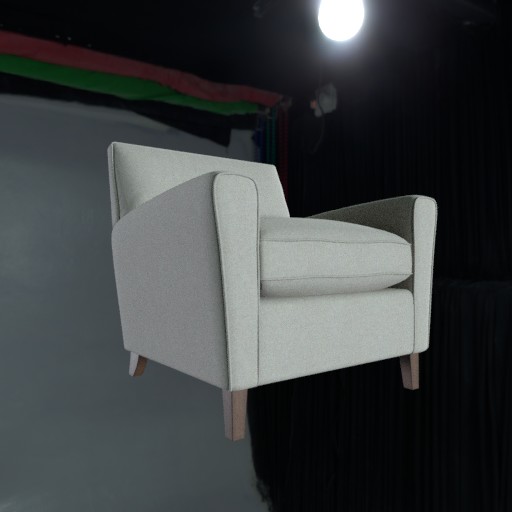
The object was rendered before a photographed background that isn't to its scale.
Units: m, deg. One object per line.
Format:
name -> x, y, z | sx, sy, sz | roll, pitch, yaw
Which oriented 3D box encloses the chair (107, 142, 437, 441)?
chair -> 0.000, 0.000, 1.543 | 0.840, 0.846, 0.871 | 0, 0, -35
